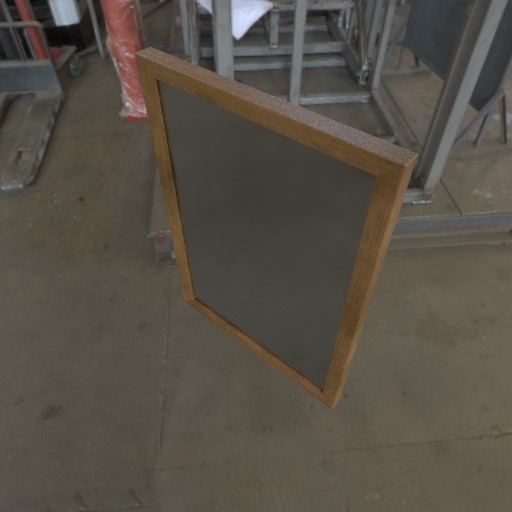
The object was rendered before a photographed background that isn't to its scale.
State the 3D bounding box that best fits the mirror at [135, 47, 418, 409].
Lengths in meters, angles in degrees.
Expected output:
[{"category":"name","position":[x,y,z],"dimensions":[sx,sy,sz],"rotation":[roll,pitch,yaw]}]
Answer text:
[{"category":"mirror","position":[0.000,0.000,0.923],"dimensions":[0.507,0.710,0.040],"rotation":[31,55,25]}]
